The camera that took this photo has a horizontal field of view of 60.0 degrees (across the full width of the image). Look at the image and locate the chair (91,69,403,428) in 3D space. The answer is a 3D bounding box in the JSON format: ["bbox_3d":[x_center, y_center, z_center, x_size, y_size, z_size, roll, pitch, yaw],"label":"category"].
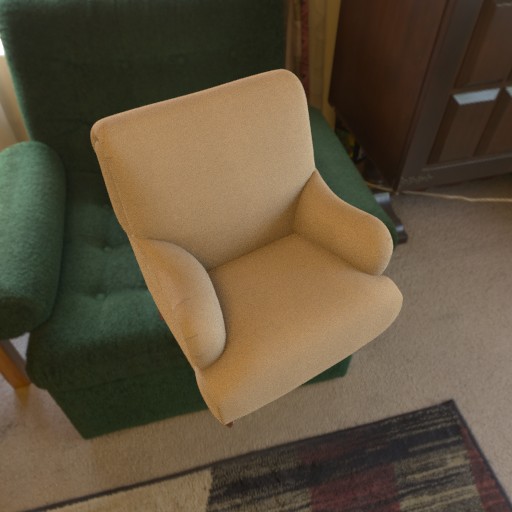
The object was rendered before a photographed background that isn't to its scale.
[{"bbox_3d":[0.000,0.000,1.575,0.766,0.942,0.842,-24,52,-21],"label":"chair"}]
